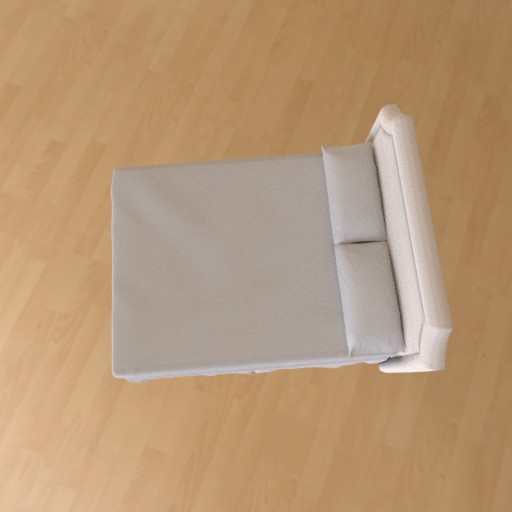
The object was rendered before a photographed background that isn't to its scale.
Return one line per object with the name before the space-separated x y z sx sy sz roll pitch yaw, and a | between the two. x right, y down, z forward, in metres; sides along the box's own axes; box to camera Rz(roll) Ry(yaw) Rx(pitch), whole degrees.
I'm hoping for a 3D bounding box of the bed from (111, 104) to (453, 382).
bed | 0.000 0.000 3.270 2.164 1.297 1.828 -4 75 -1
